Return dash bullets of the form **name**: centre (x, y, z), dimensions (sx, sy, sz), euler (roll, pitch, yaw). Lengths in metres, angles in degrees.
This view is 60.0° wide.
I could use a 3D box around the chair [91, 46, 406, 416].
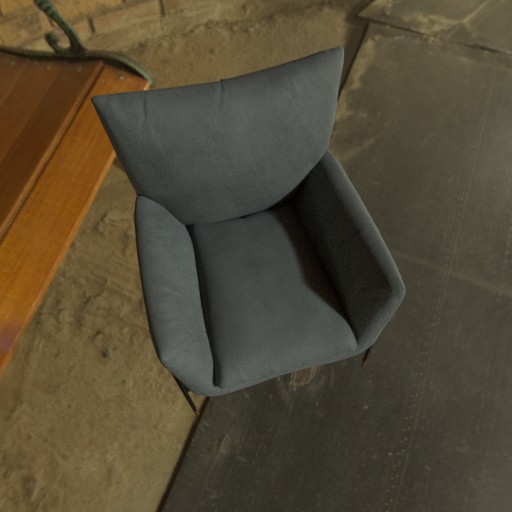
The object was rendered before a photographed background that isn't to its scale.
- **chair**: centre (0.000, 0.000, 1.377), dimensions (0.678, 0.858, 0.709), euler (-14, 65, -7)
